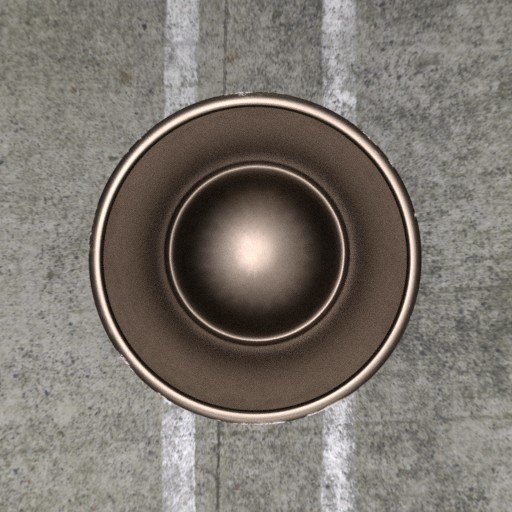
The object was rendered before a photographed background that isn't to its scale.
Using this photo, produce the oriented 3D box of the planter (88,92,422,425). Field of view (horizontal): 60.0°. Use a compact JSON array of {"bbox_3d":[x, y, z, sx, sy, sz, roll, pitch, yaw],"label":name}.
[{"bbox_3d":[0.000,0.000,0.385,0.221,0.201,0.221,0,92,1],"label":"planter"}]
